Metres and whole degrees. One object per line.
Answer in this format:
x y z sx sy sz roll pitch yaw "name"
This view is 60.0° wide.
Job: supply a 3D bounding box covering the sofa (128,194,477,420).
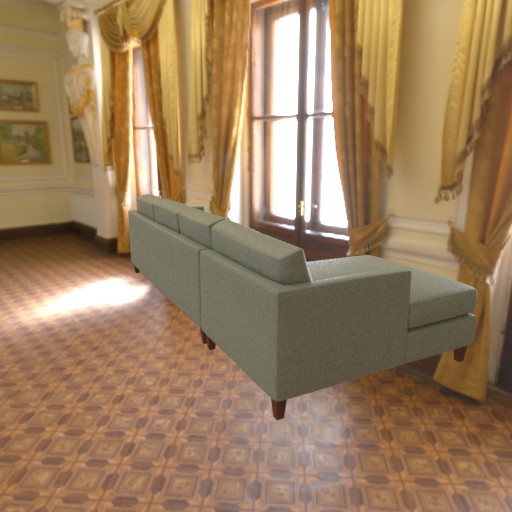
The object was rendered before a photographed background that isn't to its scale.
0.000 0.000 4.089 1.600 0.953 3.470 -7 15 -27 "sofa"
